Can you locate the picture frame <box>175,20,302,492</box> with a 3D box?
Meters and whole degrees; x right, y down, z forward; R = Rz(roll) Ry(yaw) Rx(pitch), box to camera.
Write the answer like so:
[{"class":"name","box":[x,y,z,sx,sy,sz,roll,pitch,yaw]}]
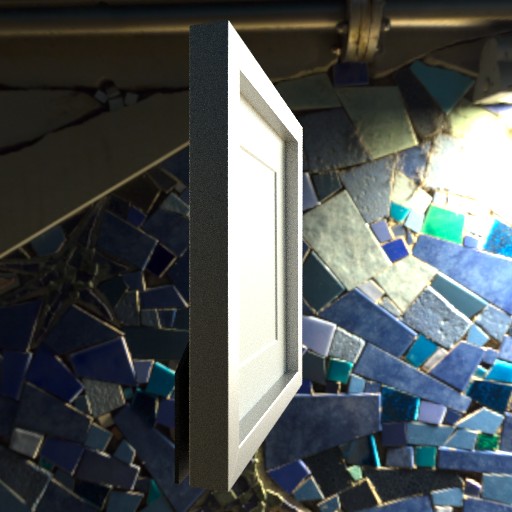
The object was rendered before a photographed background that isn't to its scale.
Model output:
[{"class":"picture frame","box":[0.000,0.000,0.381,0.036,0.282,0.233,0,0,17]}]
